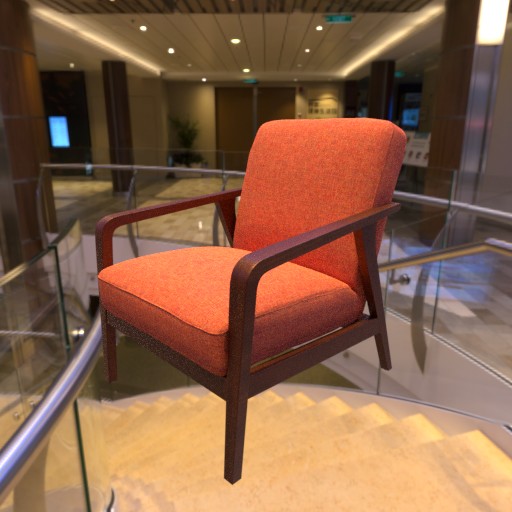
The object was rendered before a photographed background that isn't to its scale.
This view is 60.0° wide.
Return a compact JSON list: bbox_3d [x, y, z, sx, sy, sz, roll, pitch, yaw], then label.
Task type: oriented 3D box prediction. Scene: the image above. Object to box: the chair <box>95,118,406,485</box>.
[{"bbox_3d":[0.000,0.000,1.489,0.860,0.890,0.719,-16,22,-43],"label":"chair"}]
